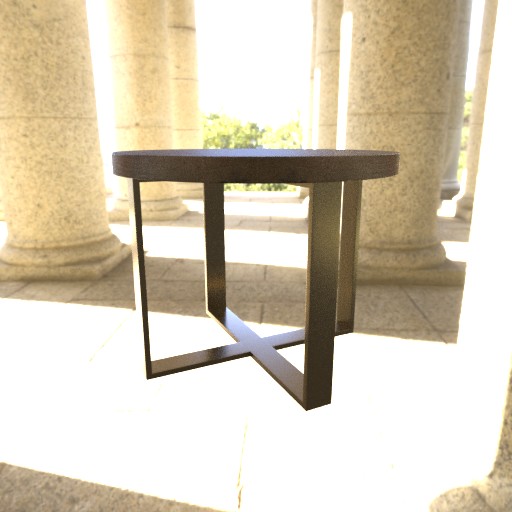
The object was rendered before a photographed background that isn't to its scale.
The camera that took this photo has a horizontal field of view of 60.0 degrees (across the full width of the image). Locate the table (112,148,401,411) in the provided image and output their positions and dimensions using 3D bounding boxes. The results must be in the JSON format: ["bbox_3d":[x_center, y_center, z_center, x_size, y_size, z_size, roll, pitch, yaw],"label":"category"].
[{"bbox_3d":[0.000,0.000,0.952,0.557,0.437,0.557,0,15,0],"label":"table"}]
